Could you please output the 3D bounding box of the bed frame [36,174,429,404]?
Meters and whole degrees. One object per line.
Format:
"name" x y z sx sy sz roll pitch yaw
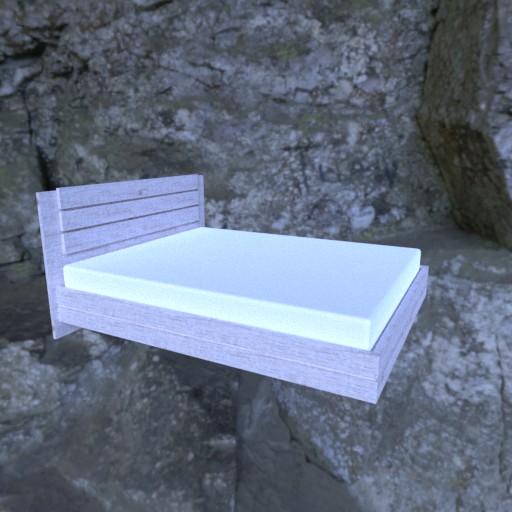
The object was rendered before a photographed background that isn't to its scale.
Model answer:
"bed frame" 0.000 0.000 3.071 2.080 0.970 1.750 7 16 27
